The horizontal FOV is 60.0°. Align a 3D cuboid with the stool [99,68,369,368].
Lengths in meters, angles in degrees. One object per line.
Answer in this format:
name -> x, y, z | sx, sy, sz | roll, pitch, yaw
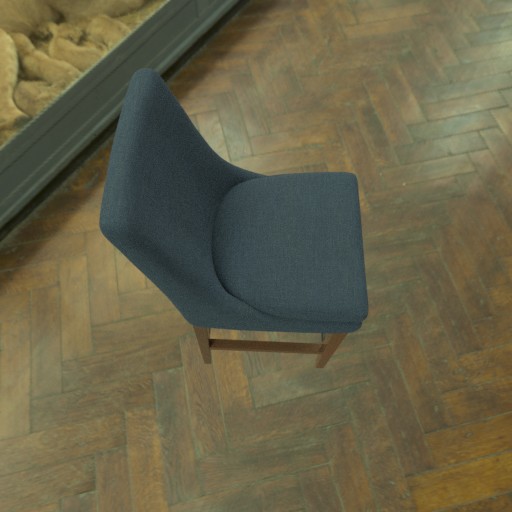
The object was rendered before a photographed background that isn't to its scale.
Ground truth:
stool -> 0.000, 0.000, 1.295 | 0.577, 0.981, 0.470 | 2, 63, 1
